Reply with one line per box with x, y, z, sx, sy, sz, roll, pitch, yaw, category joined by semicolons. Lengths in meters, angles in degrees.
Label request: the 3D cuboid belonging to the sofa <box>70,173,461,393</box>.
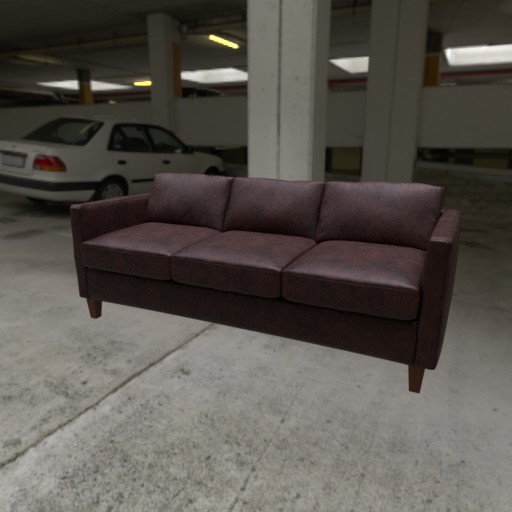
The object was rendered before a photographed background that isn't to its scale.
0.000;0.000;3.004;2.464;1.006;1.045;7;16;25;sofa
